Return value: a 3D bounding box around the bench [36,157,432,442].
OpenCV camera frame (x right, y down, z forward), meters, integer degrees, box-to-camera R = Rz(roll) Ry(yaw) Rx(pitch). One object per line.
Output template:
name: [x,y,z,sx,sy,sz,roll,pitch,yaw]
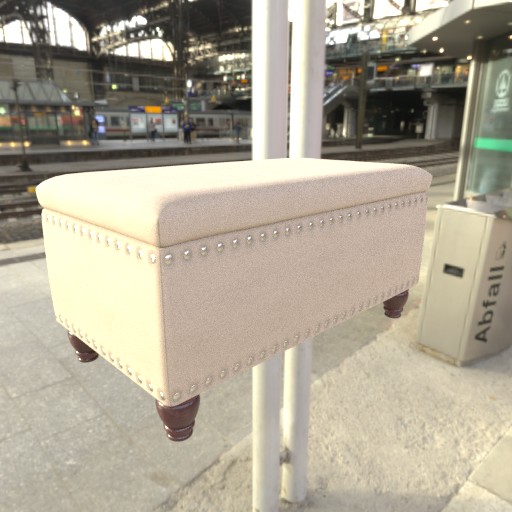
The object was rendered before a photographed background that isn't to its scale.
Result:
bench: [0.000,0.000,1.156,0.887,0.449,0.500,-15,22,-42]
